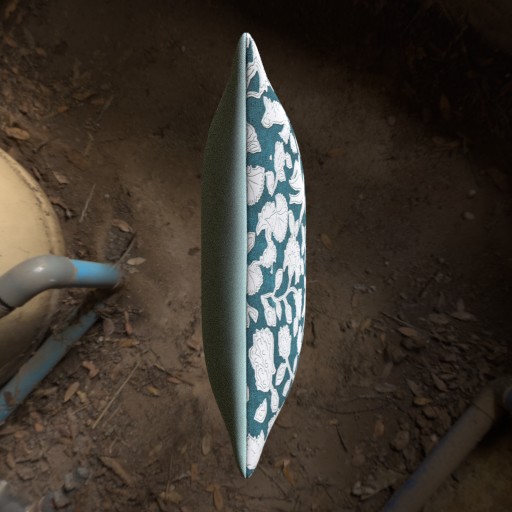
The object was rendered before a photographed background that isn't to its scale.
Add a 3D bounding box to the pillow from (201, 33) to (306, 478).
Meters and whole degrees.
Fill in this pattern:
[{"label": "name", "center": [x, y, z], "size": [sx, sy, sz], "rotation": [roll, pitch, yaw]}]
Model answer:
[{"label": "pillow", "center": [0.000, 0.000, 0.769], "size": [0.166, 0.508, 0.525], "rotation": [0, 90, 2]}]
